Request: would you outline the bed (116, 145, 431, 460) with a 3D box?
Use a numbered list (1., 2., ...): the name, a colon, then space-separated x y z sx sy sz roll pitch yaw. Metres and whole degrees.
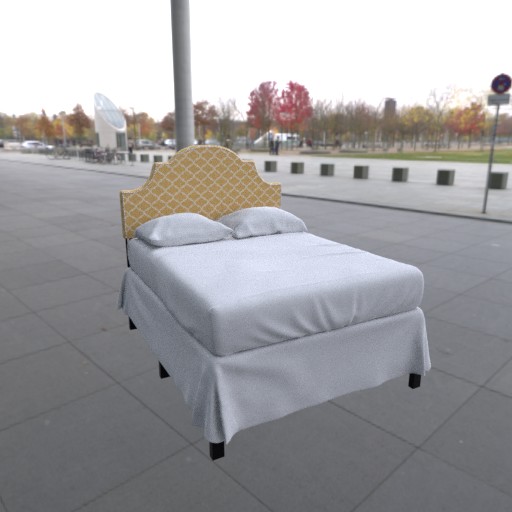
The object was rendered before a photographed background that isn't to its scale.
1. bed: 0.000 0.000 3.401 1.780 1.633 2.222 -8 17 -27
